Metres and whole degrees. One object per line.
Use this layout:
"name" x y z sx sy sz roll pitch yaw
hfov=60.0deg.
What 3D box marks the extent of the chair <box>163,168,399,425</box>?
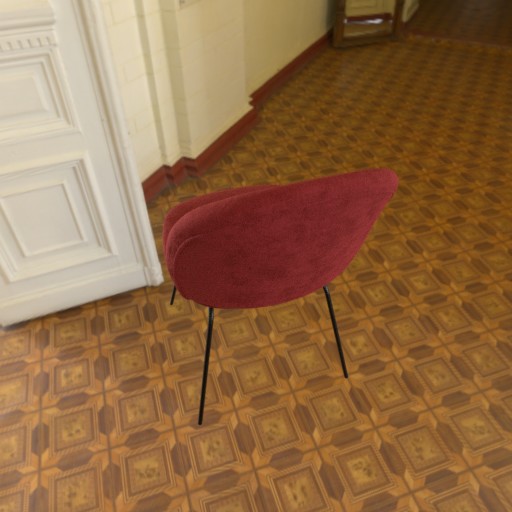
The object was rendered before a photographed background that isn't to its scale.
"chair" 0.000 0.000 1.118 0.458 0.791 0.587 -13 44 -14
